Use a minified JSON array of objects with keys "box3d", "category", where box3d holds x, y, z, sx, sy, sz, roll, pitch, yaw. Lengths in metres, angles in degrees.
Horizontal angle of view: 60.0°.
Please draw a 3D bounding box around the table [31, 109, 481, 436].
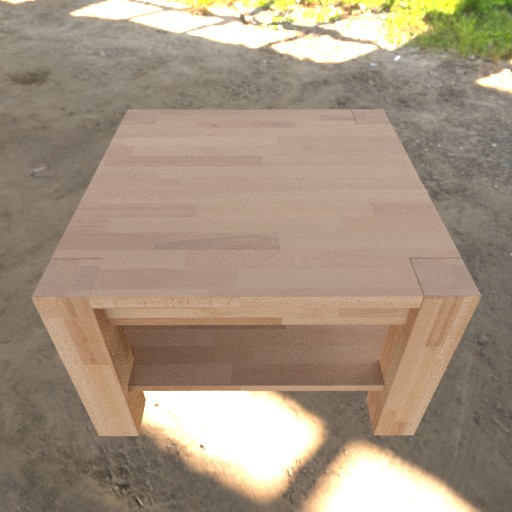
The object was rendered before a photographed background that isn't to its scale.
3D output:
[{"box3d":[0.000,0.000,1.099,0.700,0.451,0.700,0,42,0],"category":"table"}]
